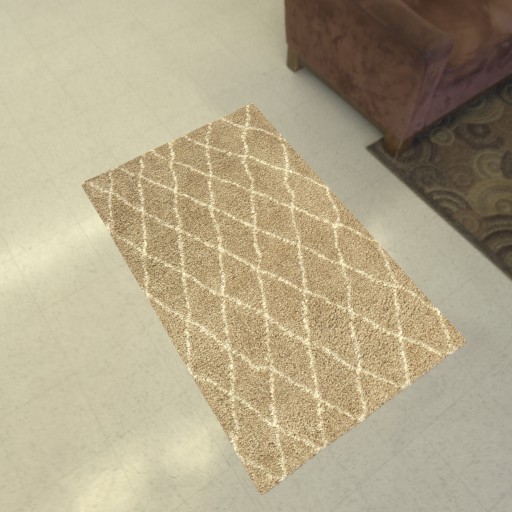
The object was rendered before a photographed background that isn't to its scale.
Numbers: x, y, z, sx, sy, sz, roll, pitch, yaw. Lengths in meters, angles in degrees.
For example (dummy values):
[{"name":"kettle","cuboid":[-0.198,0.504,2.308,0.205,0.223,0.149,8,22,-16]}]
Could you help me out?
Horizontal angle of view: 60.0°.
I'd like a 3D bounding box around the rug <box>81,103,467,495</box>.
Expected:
[{"name":"rug","cuboid":[0.000,0.000,3.011,1.524,0.030,2.438,-30,66,-15]}]
